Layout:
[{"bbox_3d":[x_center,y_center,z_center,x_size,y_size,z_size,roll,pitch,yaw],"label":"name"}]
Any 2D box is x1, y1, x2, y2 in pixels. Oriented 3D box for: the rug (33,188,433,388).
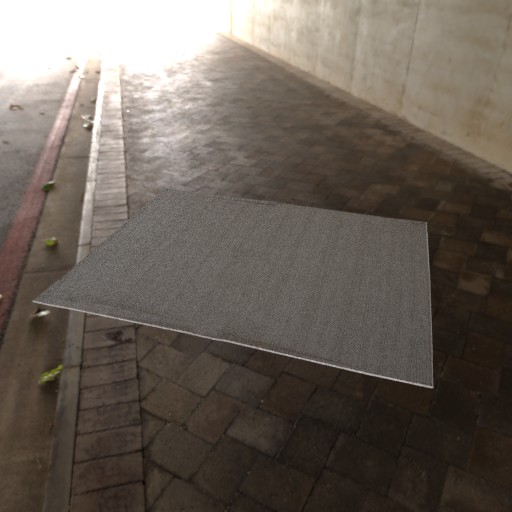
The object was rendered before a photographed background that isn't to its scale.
[{"bbox_3d":[0.000,0.000,5.063,3.778,0.053,2.873,9,33,14],"label":"rug"}]
